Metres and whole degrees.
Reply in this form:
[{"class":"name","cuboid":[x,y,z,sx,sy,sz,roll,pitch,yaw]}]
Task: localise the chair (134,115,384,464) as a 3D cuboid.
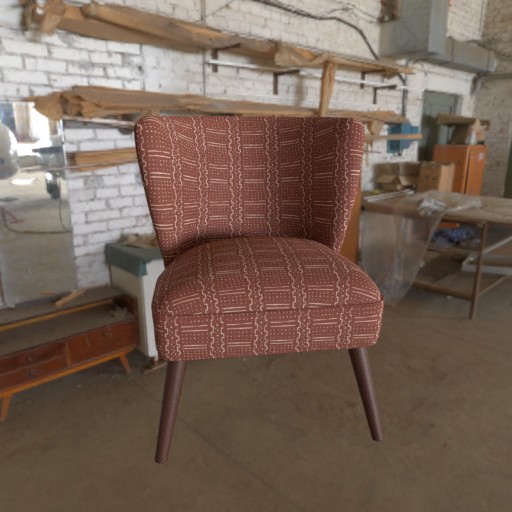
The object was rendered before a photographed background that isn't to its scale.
[{"class":"chair","cuboid":[0.000,0.000,1.399,0.706,0.866,0.758,-2,16,-8]}]
